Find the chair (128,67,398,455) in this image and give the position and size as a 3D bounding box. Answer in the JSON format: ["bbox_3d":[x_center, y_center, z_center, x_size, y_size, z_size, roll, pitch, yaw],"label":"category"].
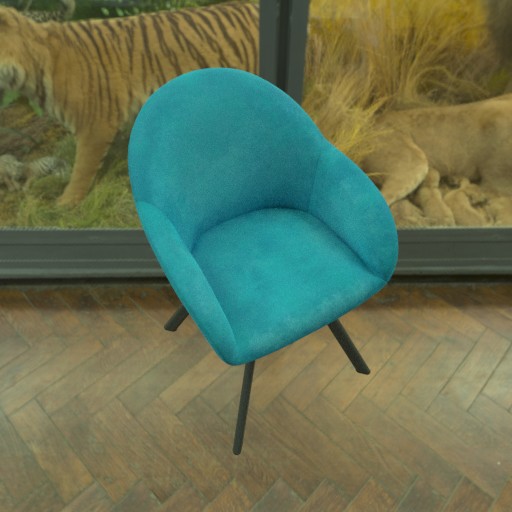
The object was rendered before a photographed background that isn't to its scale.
[{"bbox_3d":[0.000,0.000,1.186,0.550,0.795,0.590,-24,51,-21],"label":"chair"}]
